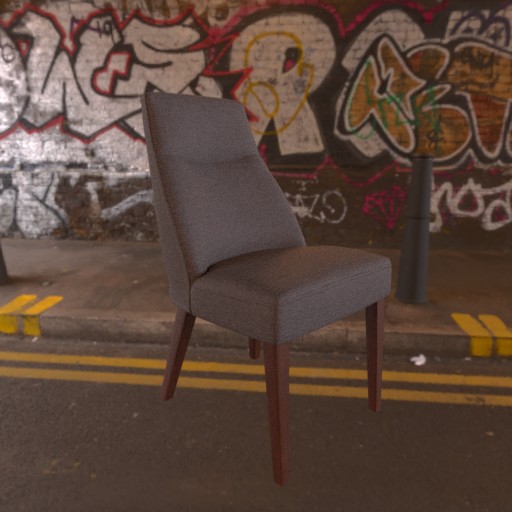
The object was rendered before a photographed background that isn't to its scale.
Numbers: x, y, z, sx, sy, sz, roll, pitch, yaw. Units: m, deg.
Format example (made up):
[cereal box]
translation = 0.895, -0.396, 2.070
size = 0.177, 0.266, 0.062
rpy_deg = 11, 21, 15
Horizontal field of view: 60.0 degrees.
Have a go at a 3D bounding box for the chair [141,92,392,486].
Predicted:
[chair]
translation = 0.000, 0.000, 1.291
size = 0.620, 0.930, 0.500
rpy_deg = 13, 19, 43
